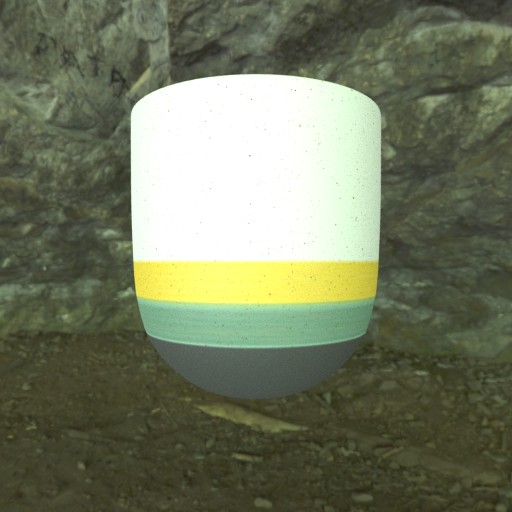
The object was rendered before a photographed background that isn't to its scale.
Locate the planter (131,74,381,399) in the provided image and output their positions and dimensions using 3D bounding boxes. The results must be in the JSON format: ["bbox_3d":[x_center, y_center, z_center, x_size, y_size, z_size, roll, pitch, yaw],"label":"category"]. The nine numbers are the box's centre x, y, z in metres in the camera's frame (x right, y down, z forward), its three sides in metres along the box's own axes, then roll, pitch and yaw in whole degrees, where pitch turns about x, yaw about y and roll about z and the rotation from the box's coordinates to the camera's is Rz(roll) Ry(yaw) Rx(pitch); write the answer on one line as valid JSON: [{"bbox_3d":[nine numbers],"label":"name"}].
[{"bbox_3d":[0.000,0.000,0.358,0.195,0.214,0.195,0,-1,0],"label":"planter"}]
